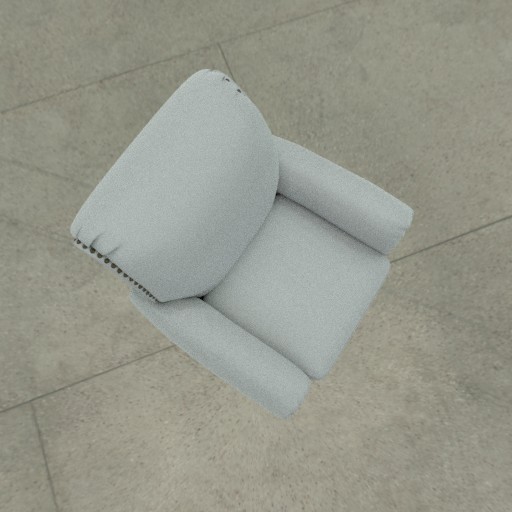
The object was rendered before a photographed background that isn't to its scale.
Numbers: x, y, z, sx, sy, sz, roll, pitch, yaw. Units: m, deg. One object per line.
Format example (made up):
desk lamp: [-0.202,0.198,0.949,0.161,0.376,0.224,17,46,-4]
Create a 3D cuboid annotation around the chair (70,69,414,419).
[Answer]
chair: [0.000,0.000,1.639,0.890,0.927,0.854,33,77,8]
